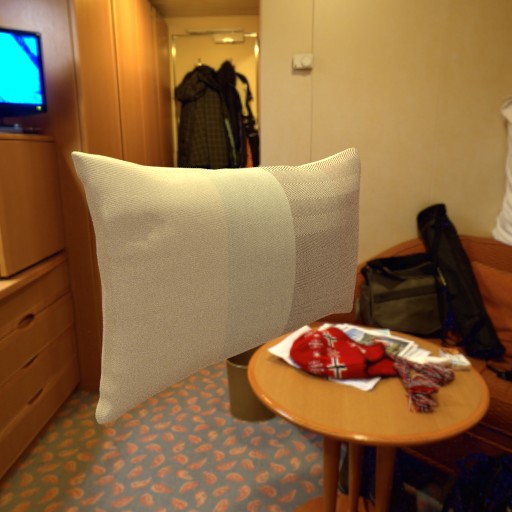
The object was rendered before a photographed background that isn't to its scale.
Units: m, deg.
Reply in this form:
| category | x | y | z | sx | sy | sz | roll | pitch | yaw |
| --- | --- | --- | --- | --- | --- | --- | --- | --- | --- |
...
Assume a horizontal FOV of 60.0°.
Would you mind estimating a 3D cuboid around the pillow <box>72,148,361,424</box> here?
| category | x | y | z | sx | sy | sz | roll | pitch | yaw |
| --- | --- | --- | --- | --- | --- | --- | --- | --- | --- |
| pillow | 0.000 | 0.000 | 0.637 | 0.139 | 0.305 | 0.506 | 13 | 18 | 43 |
